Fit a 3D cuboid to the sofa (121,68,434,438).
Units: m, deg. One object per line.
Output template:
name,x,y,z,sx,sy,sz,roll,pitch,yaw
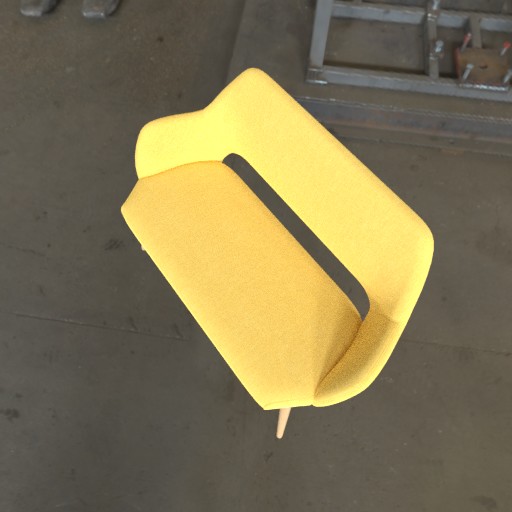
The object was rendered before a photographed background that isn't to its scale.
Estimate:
sofa,0.000,0.000,1.596,0.610,0.840,1.150,-34,69,-15
